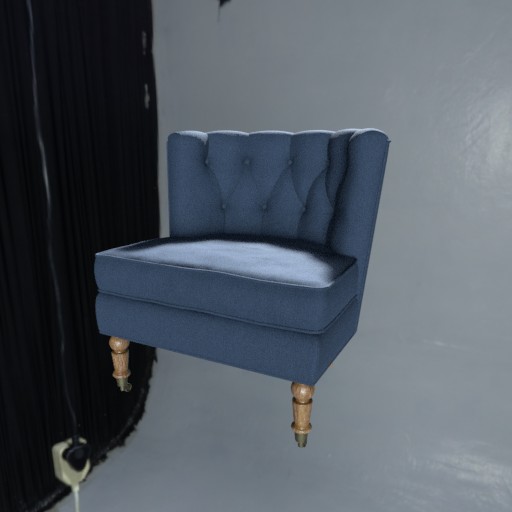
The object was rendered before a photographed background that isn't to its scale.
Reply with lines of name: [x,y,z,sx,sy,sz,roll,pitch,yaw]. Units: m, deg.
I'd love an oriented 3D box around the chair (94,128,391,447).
chair: [0.000,0.000,1.387,0.740,0.771,0.718,7,16,26]
